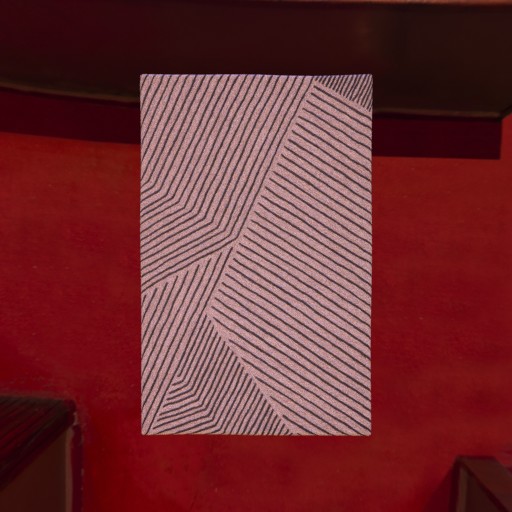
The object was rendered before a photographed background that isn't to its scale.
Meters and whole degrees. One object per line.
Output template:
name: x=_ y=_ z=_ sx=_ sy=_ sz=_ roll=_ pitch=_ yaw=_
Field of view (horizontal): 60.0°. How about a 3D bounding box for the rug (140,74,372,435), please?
rug: x=0.000 y=0.000 z=2.953 sx=1.539 sy=0.023 sz=2.406 roll=0 pitch=91 yaw=0
